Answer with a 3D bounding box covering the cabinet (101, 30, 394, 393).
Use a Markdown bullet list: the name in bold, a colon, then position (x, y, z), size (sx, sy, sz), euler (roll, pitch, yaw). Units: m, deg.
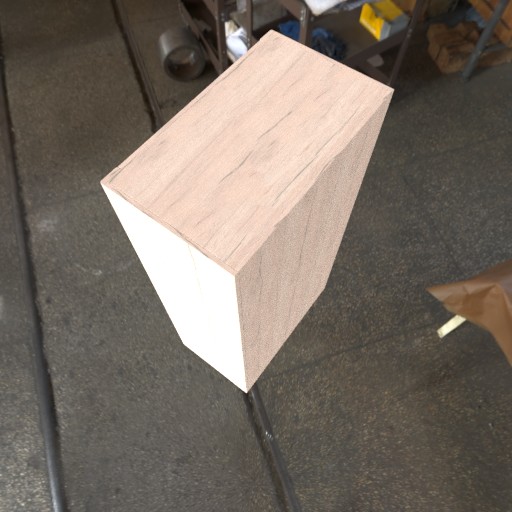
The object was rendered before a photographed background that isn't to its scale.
- **cabinet**: position (0.000, 0.000, 2.444), size (0.580, 1.930, 0.980), euler (34, 68, 16)
